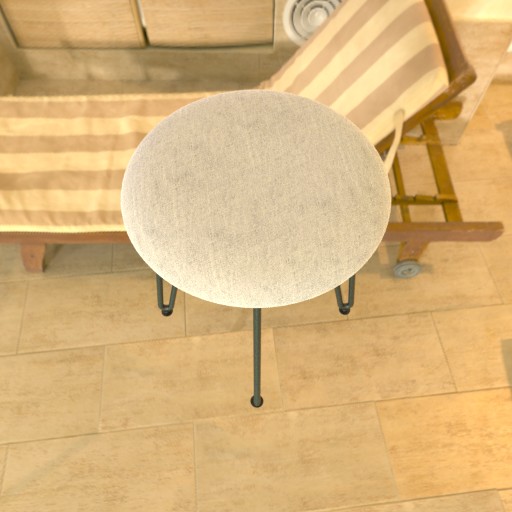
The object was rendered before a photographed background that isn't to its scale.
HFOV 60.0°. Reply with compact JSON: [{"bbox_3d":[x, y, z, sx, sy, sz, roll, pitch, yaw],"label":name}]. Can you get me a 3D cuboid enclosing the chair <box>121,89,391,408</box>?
[{"bbox_3d":[0.000,0.000,0.649,0.350,0.386,0.350,0,59,0],"label":"chair"}]
